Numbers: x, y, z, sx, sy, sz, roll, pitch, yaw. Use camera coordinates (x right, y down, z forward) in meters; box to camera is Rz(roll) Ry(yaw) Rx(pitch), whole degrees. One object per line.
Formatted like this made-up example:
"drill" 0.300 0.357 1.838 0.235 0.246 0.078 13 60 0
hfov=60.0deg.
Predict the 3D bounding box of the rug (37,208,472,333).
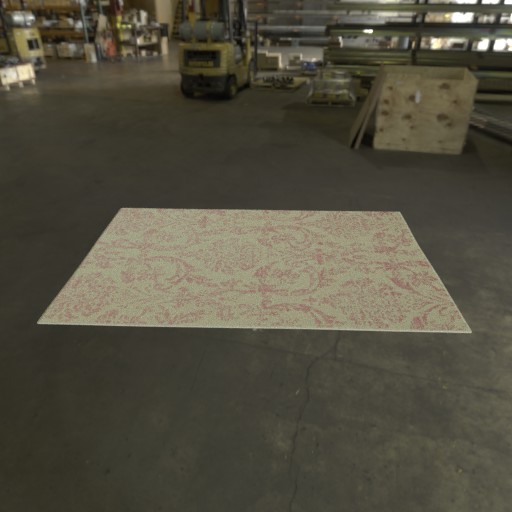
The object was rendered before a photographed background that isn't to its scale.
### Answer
"rug" 0.000 0.000 2.397 1.839 0.012 1.219 1 30 2
